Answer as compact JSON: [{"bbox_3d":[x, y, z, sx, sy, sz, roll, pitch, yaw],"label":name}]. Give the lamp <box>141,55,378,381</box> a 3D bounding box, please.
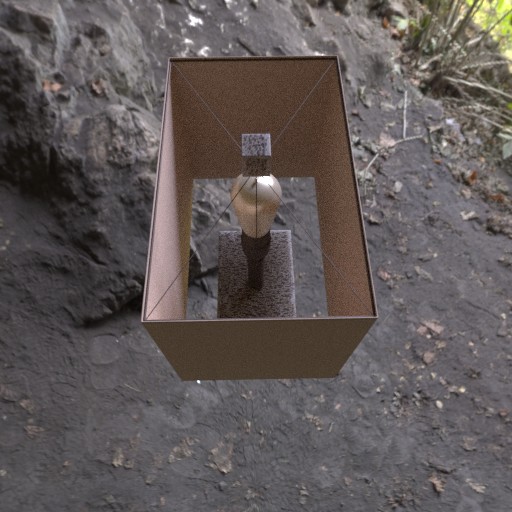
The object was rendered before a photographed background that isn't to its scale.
[{"bbox_3d":[0.000,0.000,0.560,0.180,0.411,0.294,-1,63,-1],"label":"lamp"}]
